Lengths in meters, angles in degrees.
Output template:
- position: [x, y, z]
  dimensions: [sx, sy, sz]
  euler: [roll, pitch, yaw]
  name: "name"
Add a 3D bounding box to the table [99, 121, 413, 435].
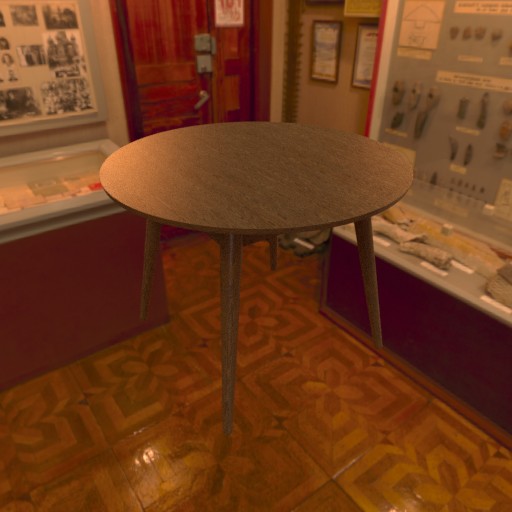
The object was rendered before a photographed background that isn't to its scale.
- position: [0.000, 0.000, 1.754]
  dimensions: [1.053, 0.786, 1.053]
  euler: [0, 31, 0]
  name: "table"
